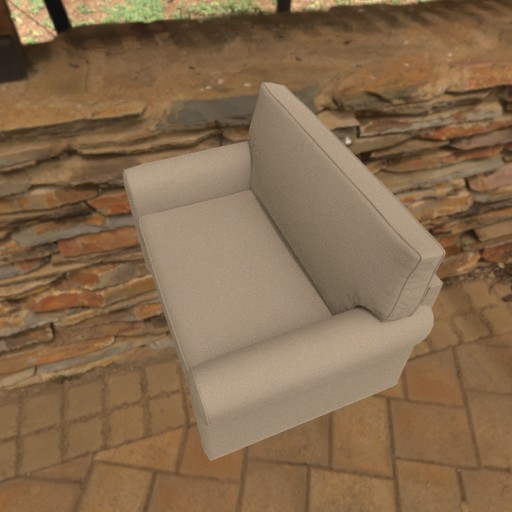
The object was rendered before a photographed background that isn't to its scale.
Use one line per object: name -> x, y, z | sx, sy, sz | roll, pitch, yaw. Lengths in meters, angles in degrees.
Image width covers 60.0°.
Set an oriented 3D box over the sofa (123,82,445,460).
sofa -> 0.000, 0.000, 2.030 | 0.937, 1.006, 1.405 | -16, 48, -15
